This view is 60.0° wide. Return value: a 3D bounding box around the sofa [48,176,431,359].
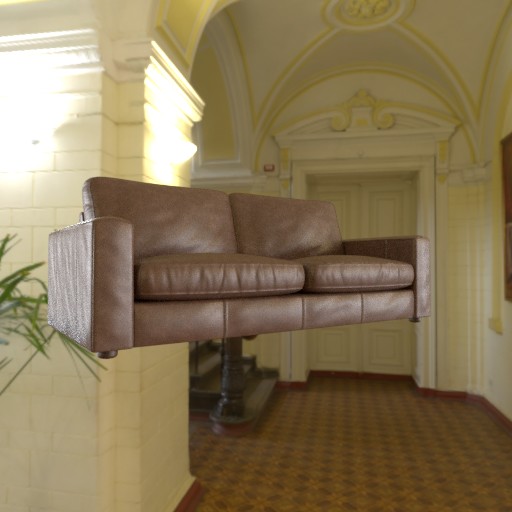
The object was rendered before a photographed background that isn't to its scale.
[{"bbox_3d":[0.000,0.000,2.714,2.179,0.873,1.016,1,-1,-34],"label":"sofa"}]
